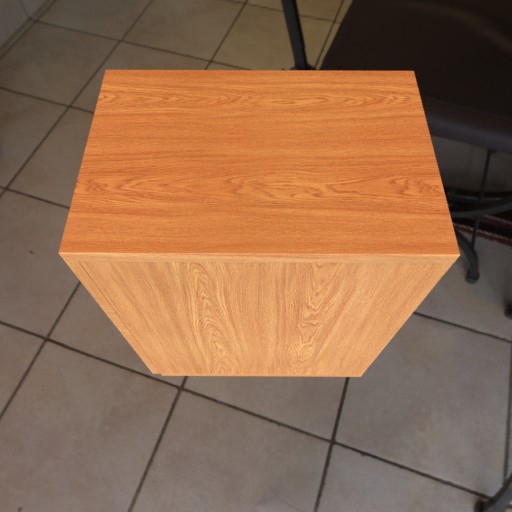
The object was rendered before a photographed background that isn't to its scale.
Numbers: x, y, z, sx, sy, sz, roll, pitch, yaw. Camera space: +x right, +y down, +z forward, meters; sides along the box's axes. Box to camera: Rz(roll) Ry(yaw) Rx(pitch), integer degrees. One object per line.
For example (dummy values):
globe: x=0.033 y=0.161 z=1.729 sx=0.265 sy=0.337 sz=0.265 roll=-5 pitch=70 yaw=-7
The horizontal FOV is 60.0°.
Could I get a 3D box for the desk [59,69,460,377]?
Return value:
desk: x=0.000 y=0.000 z=1.065 sx=0.600 sy=0.730 sz=0.404 roll=0 pitch=61 yaw=0
